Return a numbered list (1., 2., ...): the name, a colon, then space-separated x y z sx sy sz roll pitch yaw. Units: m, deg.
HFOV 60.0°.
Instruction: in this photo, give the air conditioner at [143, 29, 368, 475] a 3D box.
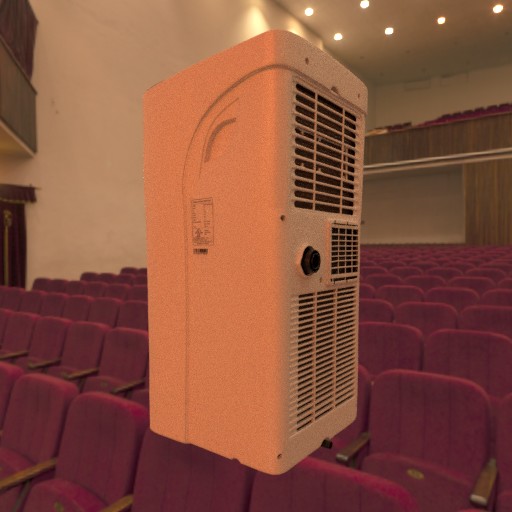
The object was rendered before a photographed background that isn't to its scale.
1. air conditioner: 0.000 0.000 0.906 0.369 0.716 0.352 1 1 37
